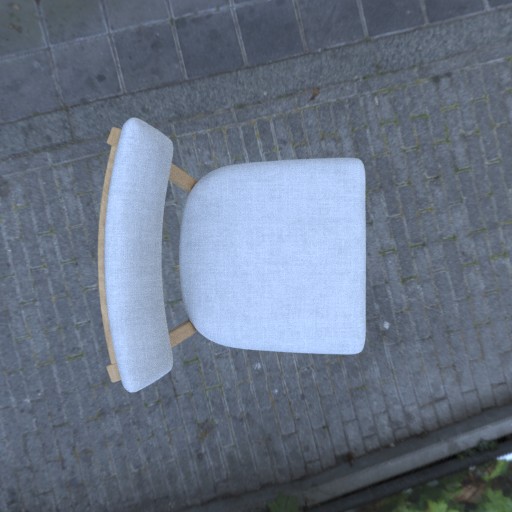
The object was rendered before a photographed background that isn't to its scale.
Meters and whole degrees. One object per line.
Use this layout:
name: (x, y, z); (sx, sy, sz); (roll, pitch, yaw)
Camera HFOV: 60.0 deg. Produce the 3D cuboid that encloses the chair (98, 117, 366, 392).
chair: (0.000, 0.000, 1.180); (0.572, 0.832, 0.508); (0, 90, 0)
